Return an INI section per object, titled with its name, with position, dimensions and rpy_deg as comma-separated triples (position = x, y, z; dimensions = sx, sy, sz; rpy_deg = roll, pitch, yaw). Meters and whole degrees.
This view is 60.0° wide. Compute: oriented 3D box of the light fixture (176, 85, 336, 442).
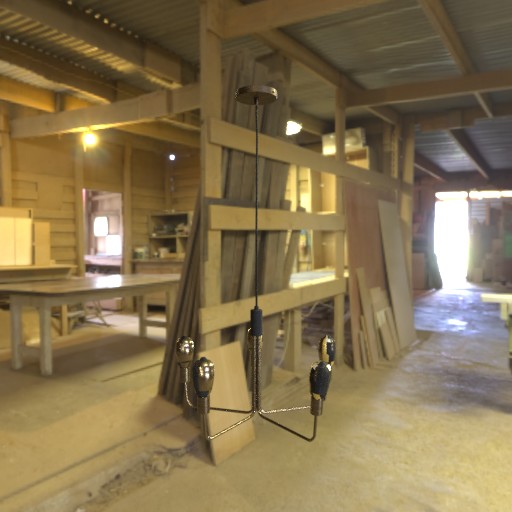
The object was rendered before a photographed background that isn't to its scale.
[light fixture]
position = 0.000, 0.000, 1.422
dimensions = 0.588, 1.059, 0.532
rpy_deg = 1, 2, 35
